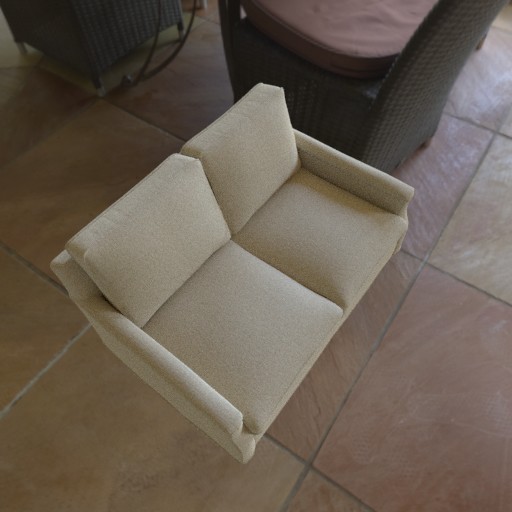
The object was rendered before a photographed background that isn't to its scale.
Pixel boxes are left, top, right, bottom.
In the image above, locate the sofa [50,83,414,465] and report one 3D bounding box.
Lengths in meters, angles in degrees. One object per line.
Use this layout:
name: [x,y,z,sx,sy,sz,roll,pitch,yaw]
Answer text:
sofa: [0.000,0.000,2.307,1.084,1.003,1.597,33,63,19]
